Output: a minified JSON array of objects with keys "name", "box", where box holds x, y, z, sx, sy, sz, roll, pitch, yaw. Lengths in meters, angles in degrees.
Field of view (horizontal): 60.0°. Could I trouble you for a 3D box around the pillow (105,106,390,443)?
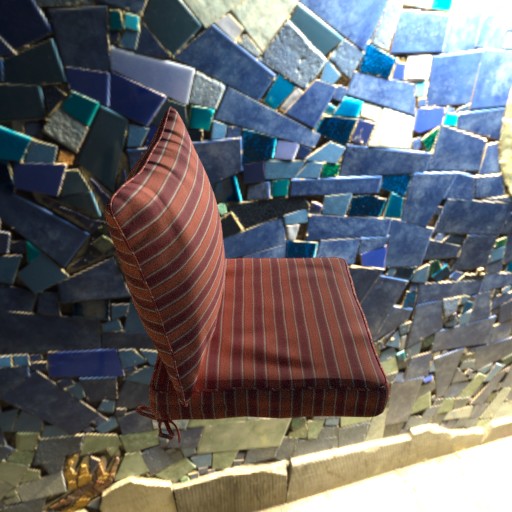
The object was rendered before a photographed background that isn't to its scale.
[{"name":"pillow","box":[0.000,0.000,1.354,0.733,0.723,0.799,0,32,-1]}]
